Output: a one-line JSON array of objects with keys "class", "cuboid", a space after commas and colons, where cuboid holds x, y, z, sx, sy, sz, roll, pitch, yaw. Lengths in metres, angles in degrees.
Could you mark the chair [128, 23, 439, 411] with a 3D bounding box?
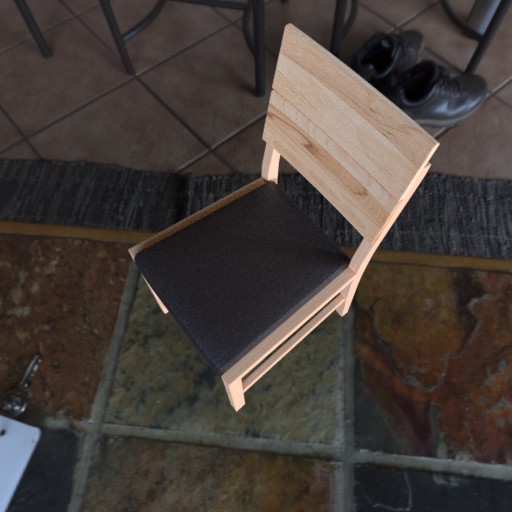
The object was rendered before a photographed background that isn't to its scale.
[{"class": "chair", "cuboid": [0.000, 0.000, 1.237, 0.560, 0.950, 0.475, -35, 69, -16]}]
